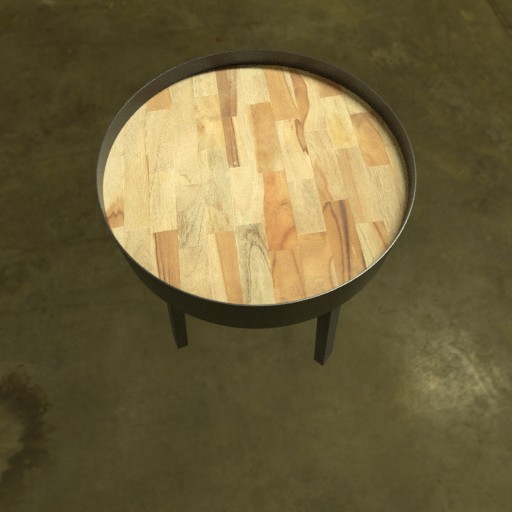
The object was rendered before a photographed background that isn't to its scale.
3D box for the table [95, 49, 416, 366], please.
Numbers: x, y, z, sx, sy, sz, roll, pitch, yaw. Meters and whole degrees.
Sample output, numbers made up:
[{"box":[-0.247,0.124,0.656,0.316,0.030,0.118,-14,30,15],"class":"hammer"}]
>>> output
[{"box":[0.000,0.000,0.817,0.406,0.559,0.406,0,63,0],"class":"table"}]
